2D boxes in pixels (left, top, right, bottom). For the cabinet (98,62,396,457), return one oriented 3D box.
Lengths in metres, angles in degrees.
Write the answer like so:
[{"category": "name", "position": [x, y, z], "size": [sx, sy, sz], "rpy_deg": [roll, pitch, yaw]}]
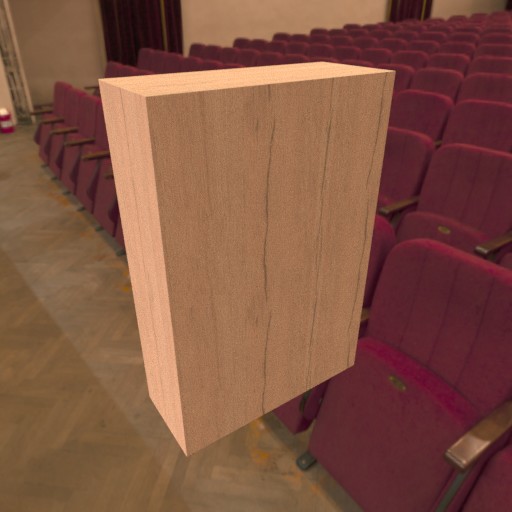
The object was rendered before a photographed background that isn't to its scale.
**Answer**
[{"category": "cabinet", "position": [0.000, 0.000, 2.716], "size": [1.400, 2.070, 0.580], "rpy_deg": [-18, 34, -30]}]
